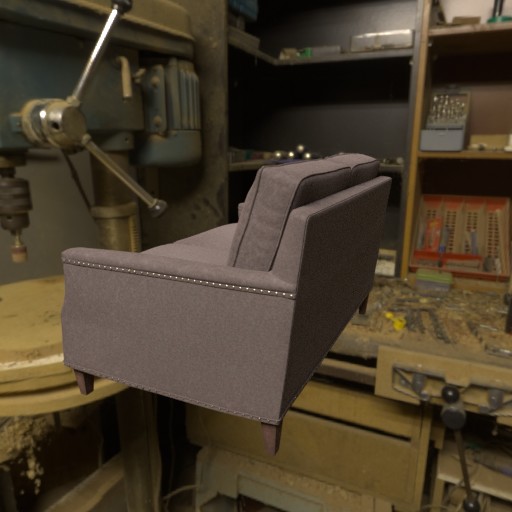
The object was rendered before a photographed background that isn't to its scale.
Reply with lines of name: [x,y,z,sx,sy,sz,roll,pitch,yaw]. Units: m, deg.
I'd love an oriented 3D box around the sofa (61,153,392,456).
sofa: [0.000,0.000,2.251,1.084,1.003,1.597,7,16,25]
